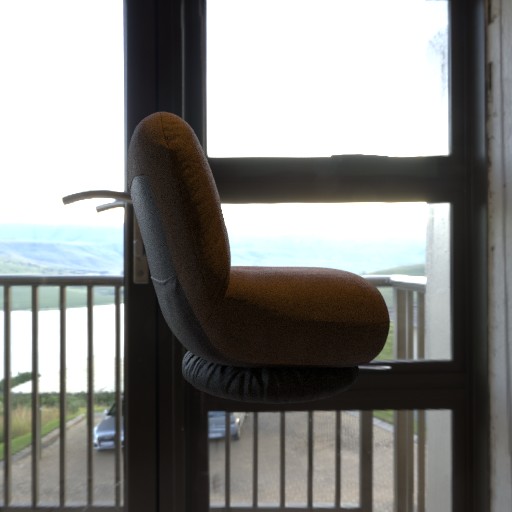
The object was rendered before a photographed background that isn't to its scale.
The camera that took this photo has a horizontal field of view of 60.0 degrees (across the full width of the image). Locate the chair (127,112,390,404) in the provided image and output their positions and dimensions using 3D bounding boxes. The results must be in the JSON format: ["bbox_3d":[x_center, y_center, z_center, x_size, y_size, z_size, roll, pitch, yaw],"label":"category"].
[{"bbox_3d":[0.000,0.000,1.072,0.597,0.594,0.521,0,0,-18],"label":"chair"}]
